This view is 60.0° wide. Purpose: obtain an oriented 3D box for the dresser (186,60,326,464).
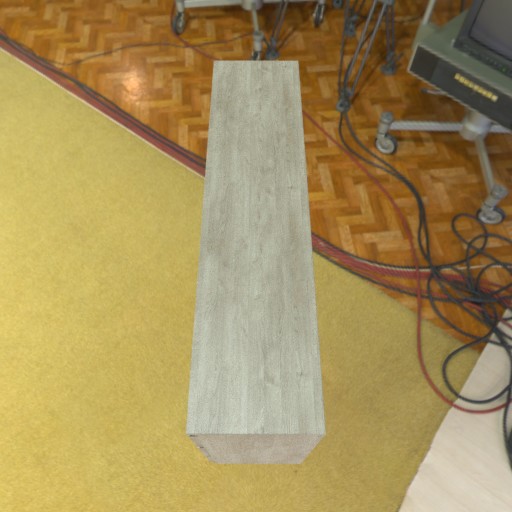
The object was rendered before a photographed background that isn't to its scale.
[{"bbox_3d":[0.000,0.000,1.949,0.390,0.795,1.590,0,60,0],"label":"dresser"}]
